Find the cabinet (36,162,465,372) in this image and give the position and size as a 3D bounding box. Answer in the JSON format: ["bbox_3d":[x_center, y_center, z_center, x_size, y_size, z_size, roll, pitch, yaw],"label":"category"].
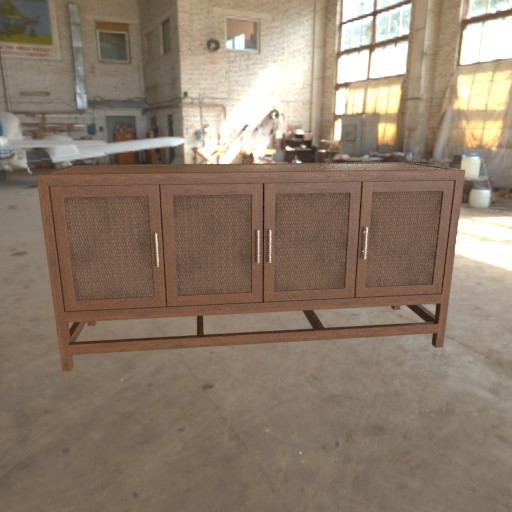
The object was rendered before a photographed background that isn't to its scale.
[{"bbox_3d":[0.000,0.000,2.088,1.708,0.820,0.522,-2,16,-7],"label":"cabinet"}]
